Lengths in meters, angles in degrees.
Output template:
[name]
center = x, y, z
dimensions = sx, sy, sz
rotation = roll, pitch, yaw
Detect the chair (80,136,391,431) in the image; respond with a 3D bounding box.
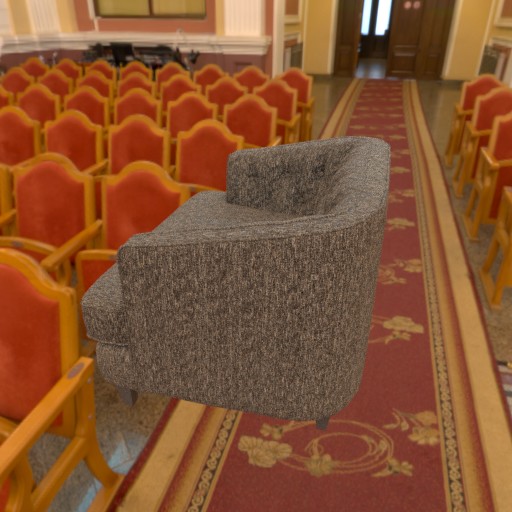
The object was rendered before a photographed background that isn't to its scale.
[chair]
center = 0.000, 0.000, 1.779
dimensions = 0.941, 0.852, 1.104
rotation = 8, 29, 14
